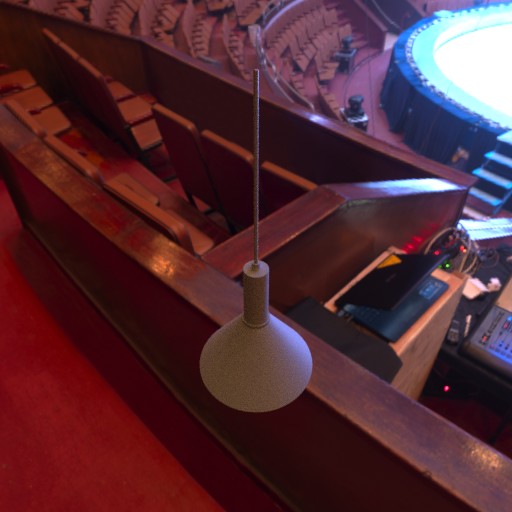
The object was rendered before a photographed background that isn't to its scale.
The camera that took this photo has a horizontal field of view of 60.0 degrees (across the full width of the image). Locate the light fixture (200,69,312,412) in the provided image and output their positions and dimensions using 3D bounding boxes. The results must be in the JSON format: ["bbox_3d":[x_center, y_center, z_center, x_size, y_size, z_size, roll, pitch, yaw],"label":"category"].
[{"bbox_3d":[0.000,0.000,0.837,0.267,0.683,0.267,27,48,27],"label":"light fixture"}]
